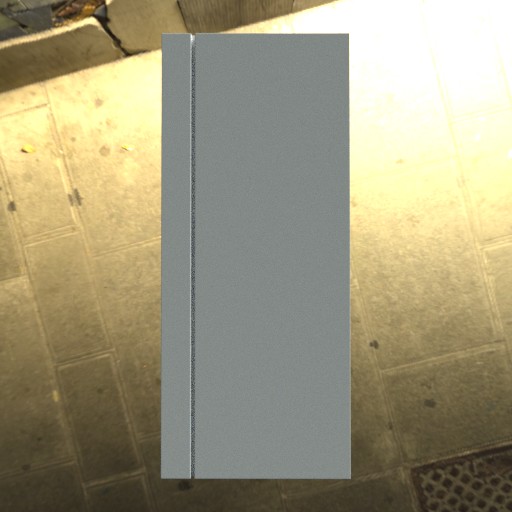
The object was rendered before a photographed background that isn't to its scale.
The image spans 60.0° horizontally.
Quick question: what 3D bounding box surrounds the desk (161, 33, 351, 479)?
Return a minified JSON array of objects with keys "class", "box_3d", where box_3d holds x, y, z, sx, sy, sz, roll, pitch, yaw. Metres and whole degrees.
[{"class":"desk","box_3d":[0.000,0.000,1.950,0.670,0.760,1.580,0,90,0]}]
